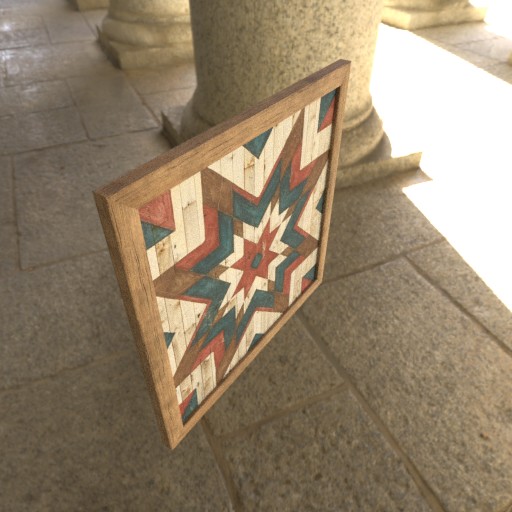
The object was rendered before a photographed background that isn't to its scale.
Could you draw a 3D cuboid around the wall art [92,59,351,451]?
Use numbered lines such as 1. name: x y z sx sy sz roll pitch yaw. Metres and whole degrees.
1. wall art: 0.000 0.000 1.017 0.029 0.691 0.695 25 47 27
